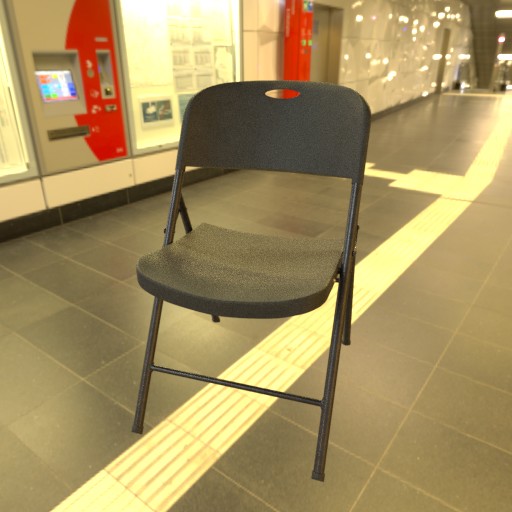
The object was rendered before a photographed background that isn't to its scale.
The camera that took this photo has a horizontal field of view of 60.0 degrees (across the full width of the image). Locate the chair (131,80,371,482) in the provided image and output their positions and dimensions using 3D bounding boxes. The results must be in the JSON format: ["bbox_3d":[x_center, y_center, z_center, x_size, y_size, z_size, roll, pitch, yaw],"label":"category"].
[{"bbox_3d":[0.000,0.000,1.134,0.494,0.810,0.566,7,26,16],"label":"chair"}]
